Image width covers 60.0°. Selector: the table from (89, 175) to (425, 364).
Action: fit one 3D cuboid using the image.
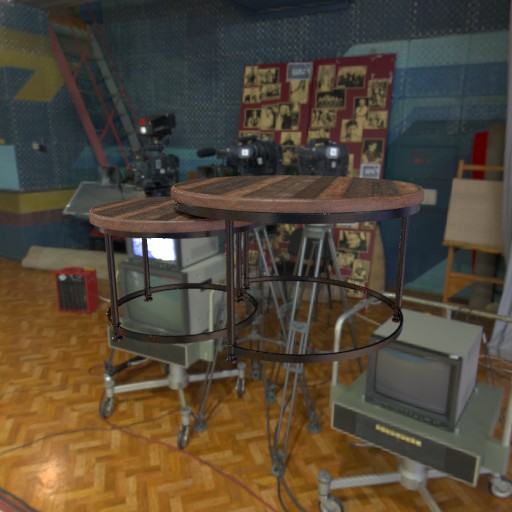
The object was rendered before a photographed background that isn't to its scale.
[{"bbox_3d":[0.000,0.000,1.619,1.152,0.516,0.870,-3,15,-10],"label":"table"}]
